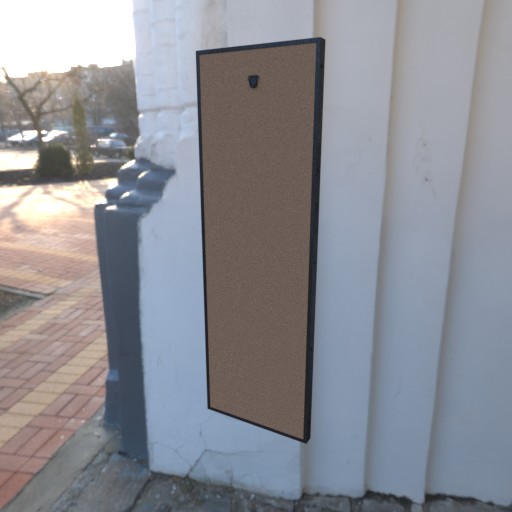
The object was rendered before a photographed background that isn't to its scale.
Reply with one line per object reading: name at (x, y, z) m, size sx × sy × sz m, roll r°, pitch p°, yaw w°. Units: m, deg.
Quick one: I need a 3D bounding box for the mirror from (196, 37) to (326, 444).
mirror at (0.000, 0.000, 1.232) m, size 0.354 × 1.080 × 0.042 m, roll 8°, pitch 17°, yaw 28°
